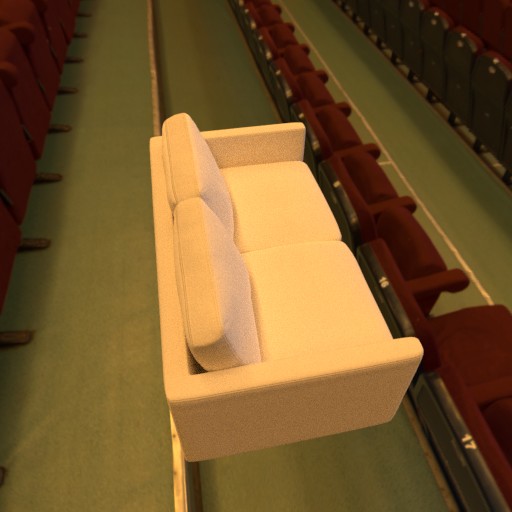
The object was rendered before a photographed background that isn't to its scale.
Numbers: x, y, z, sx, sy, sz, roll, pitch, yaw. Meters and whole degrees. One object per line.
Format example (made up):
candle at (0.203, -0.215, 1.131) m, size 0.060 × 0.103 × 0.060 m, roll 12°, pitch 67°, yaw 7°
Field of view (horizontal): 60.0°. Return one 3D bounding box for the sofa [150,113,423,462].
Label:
sofa at (0.000, 0.000, 2.266) m, size 0.964 × 0.888 × 1.702 m, roll -8°, pitch 46°, yaw -8°
